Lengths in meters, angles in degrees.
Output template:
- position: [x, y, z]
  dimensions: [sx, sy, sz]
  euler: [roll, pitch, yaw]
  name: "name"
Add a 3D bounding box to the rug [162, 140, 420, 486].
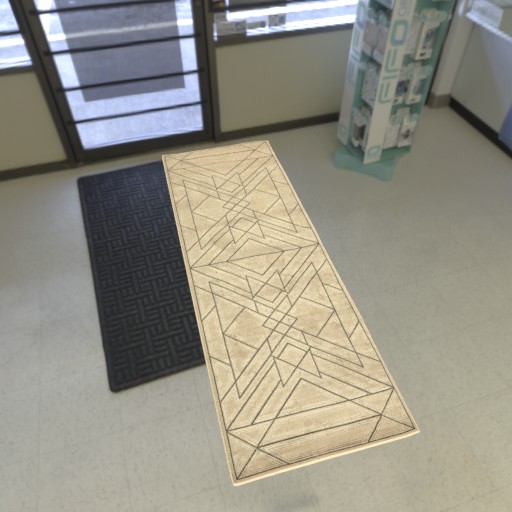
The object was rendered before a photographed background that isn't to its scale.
- position: [0.000, 0.000, 2.616]
  dimensions: [0.831, 0.036, 2.381]
  euler: [-11, 48, -10]
  name: "rug"
